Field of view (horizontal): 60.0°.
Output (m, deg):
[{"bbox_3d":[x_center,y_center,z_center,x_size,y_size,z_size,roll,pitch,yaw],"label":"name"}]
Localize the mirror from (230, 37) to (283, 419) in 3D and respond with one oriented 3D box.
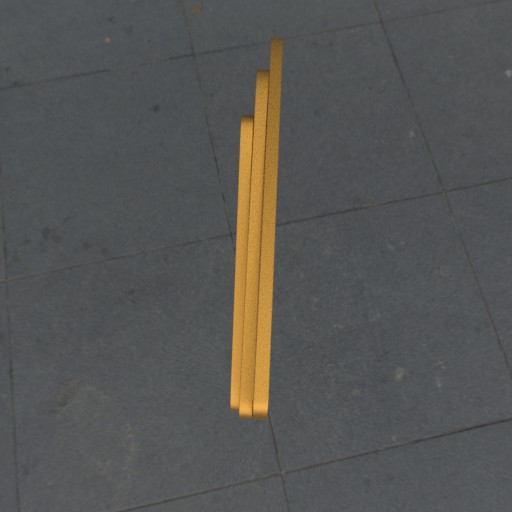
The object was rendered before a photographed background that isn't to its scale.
[{"bbox_3d":[0.000,0.000,0.711,0.045,0.468,0.470,3,74,1],"label":"mirror"}]
